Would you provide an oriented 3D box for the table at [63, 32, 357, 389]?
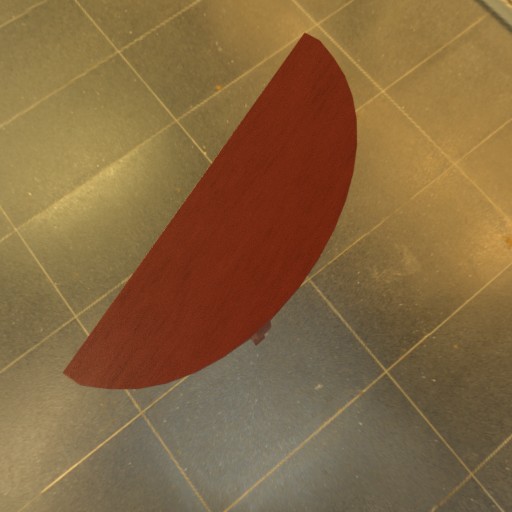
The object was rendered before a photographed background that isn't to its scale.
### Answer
[{"bbox_3d":[0.000,0.000,1.609,0.405,0.779,1.219,31,78,8],"label":"table"}]
